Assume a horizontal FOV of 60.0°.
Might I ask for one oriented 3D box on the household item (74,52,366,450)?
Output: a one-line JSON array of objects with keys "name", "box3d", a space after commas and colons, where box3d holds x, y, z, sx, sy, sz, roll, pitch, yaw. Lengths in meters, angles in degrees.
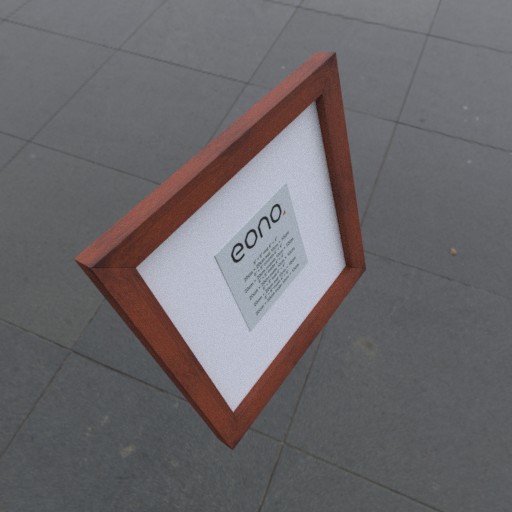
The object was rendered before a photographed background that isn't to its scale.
[{"name": "household item", "box3d": [0.000, 0.000, 0.377, 0.131, 0.240, 0.240, 33, 63, 19]}]
